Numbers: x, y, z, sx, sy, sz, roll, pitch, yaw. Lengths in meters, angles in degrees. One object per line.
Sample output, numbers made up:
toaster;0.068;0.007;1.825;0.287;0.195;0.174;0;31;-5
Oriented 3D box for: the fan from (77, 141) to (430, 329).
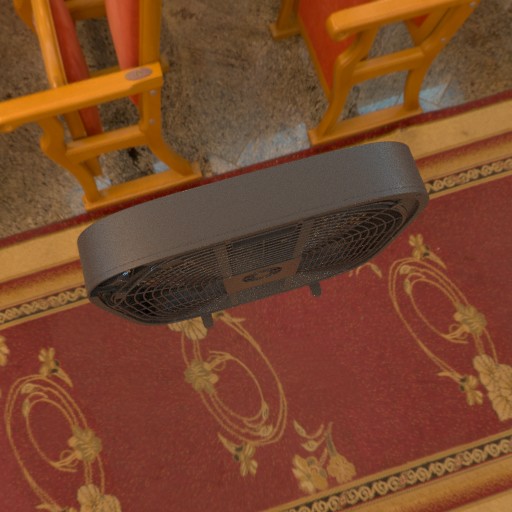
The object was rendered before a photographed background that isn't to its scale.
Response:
fan;0.000;0.000;0.812;0.526;0.533;0.142;-16;75;-4
